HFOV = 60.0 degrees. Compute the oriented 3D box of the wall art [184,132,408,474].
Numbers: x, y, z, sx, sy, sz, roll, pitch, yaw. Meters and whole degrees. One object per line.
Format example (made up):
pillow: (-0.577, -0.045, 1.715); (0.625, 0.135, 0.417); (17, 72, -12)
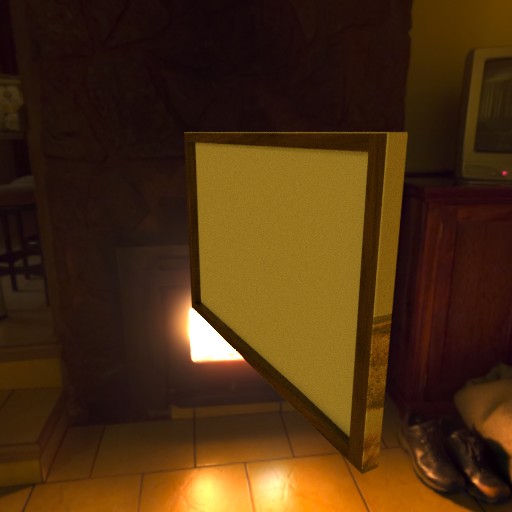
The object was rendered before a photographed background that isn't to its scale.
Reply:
wall art: (0.000, 0.000, 1.417); (0.051, 0.761, 1.138); (-8, 17, -27)
